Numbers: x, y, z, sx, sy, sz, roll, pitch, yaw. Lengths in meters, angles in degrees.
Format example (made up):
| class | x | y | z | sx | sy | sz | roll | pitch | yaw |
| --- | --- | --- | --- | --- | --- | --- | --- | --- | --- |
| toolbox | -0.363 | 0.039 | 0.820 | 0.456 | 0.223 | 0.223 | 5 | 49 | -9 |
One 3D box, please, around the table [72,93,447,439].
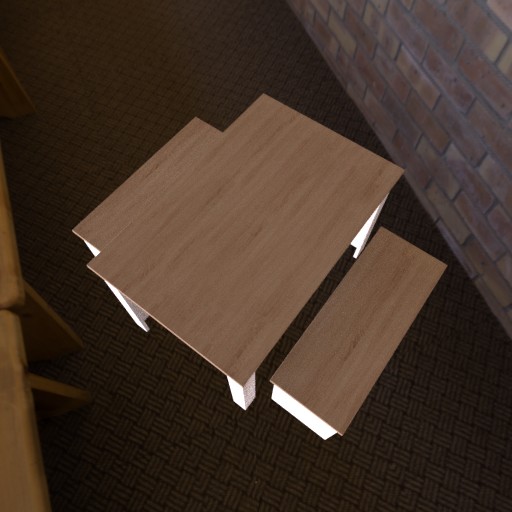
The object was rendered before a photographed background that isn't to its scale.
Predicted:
| class | x | y | z | sx | sy | sz | roll | pitch | yaw |
| --- | --- | --- | --- | --- | --- | --- | --- | --- | --- |
| table | 0.000 | 0.000 | 2.049 | 1.443 | 0.700 | 1.100 | 34 | 68 | 16 |
